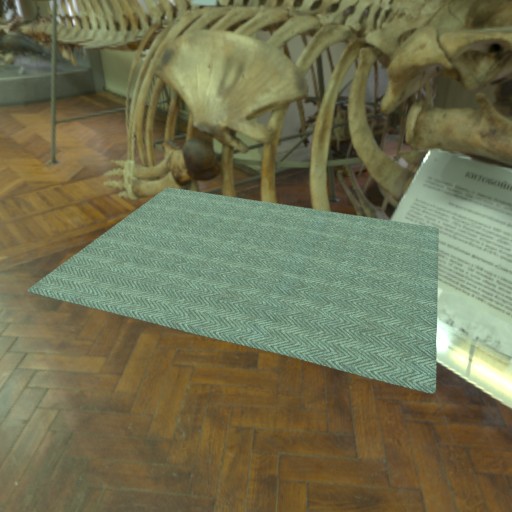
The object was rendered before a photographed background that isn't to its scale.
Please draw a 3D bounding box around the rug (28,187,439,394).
[{"bbox_3d":[0.000,0.000,5.115,3.957,0.011,2.894,11,33,17],"label":"rug"}]
